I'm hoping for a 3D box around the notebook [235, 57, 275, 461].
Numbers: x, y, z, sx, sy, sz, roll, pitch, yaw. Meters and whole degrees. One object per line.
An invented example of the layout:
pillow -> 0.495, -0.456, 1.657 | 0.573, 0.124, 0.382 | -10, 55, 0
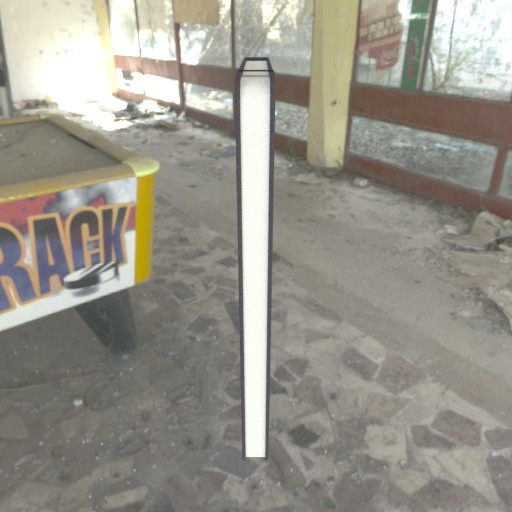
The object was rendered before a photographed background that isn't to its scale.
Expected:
notebook -> 0.000, 0.000, 0.267 | 0.016, 0.213, 0.127 | 0, 27, 0
